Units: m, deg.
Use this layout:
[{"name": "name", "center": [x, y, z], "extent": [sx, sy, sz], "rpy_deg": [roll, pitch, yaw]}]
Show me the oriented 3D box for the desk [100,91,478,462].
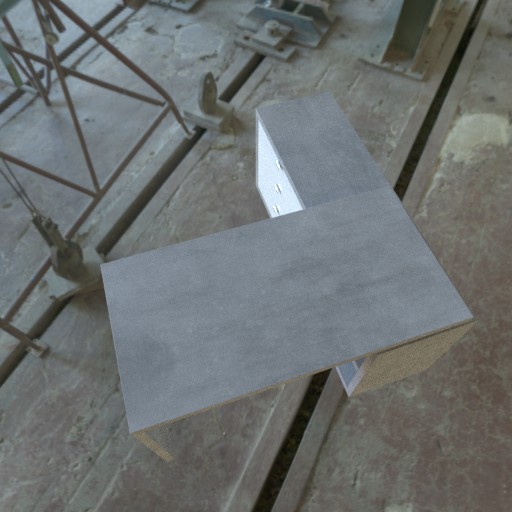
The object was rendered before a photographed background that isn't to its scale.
[{"name": "desk", "center": [0.000, 0.000, 2.301], "extent": [1.400, 0.740, 1.500], "rpy_deg": [-16, 60, -10]}]
